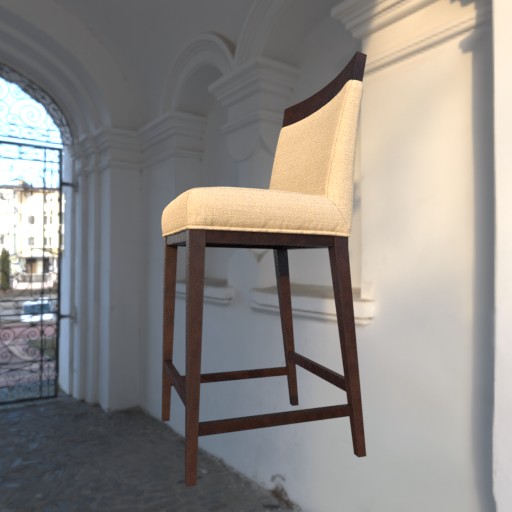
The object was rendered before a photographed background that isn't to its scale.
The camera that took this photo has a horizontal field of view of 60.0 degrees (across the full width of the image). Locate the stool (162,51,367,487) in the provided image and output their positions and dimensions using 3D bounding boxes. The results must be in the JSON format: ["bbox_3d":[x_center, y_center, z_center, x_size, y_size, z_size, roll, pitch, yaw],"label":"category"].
[{"bbox_3d":[0.000,0.000,1.378,0.531,1.117,0.511,0,0,-19],"label":"stool"}]
